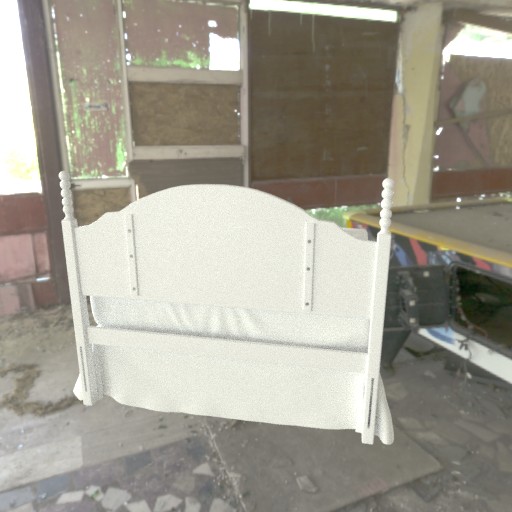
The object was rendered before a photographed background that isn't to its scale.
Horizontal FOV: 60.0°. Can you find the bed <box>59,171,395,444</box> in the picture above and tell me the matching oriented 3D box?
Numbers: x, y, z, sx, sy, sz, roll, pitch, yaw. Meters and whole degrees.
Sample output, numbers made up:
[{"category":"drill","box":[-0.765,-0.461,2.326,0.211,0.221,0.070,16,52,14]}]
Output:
[{"category":"bed","box":[0.000,0.000,3.211,1.873,1.356,2.040,3,16,12]}]
